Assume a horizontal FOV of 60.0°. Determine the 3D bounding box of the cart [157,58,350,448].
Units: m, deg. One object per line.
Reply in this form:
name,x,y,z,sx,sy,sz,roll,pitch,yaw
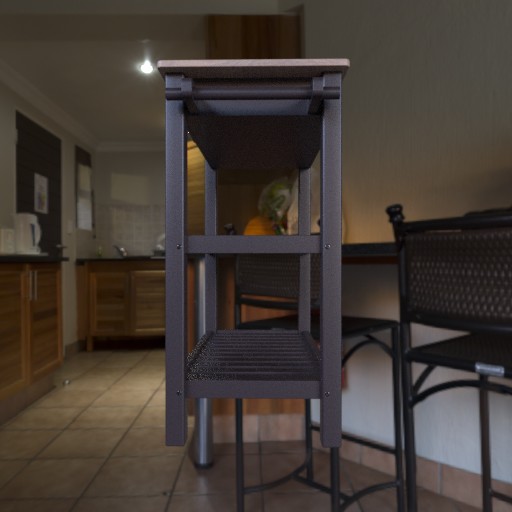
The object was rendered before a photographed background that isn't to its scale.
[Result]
cart,0.000,0.000,1.431,0.457,0.927,0.899,0,0,1
